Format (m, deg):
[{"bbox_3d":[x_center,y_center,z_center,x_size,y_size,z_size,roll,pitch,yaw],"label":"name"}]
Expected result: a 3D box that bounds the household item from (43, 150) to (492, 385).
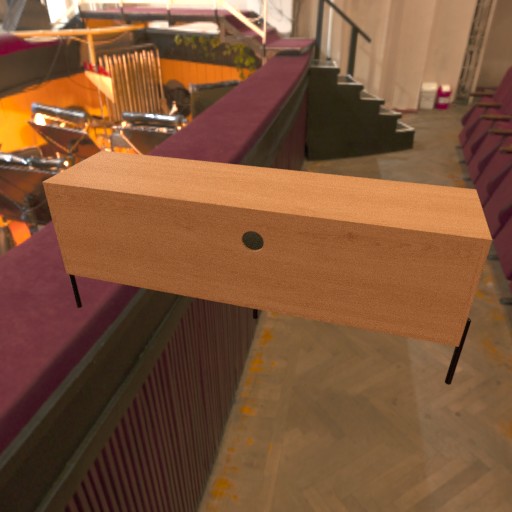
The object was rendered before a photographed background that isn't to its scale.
[{"bbox_3d":[0.000,0.000,1.749,1.550,0.600,0.400,9,32,14],"label":"household item"}]
